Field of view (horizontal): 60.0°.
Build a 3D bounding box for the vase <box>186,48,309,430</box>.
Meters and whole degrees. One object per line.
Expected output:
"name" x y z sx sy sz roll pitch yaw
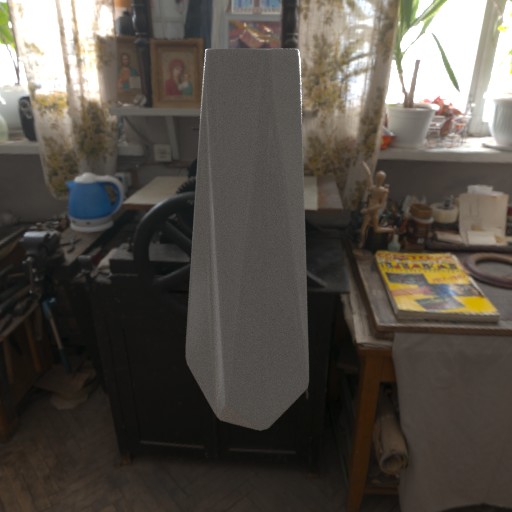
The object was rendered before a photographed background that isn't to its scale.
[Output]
"vase" 0.000 0.000 0.389 0.116 0.329 0.122 -17 30 -32
